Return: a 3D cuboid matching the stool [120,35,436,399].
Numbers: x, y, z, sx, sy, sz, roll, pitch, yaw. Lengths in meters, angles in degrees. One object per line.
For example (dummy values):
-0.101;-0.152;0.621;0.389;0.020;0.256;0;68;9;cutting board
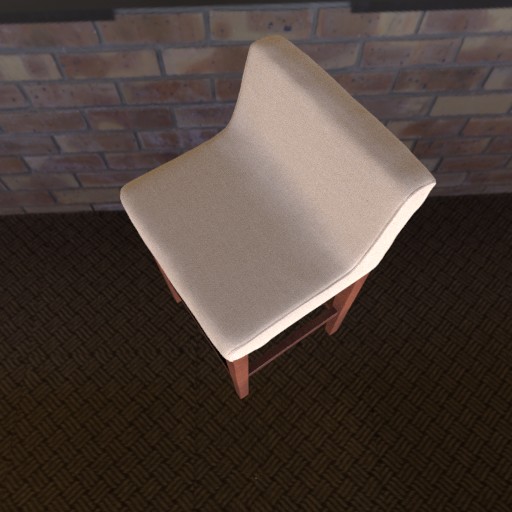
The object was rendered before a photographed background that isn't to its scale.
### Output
0.000;0.000;1.252;0.500;0.937;0.511;-32;68;-15;stool
